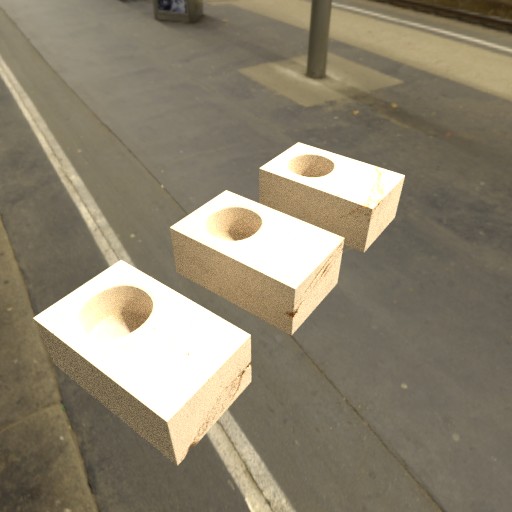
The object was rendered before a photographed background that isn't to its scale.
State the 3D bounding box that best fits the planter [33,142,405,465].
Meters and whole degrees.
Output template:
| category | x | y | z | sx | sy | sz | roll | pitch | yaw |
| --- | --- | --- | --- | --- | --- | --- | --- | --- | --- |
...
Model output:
| category | x | y | z | sx | sy | sz | roll | pitch | yaw |
| --- | --- | --- | --- | --- | --- | --- | --- | --- | --- |
| planter | 0.000 | 0.000 | 0.388 | 0.127 | 0.051 | 0.333 | 25 | 46 | 27 |
